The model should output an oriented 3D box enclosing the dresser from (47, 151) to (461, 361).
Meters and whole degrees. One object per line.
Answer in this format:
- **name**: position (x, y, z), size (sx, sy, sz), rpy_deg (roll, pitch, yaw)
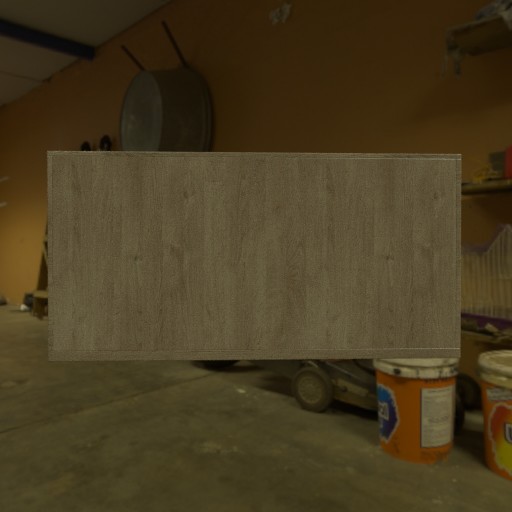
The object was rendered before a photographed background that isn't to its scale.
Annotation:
- **dresser**: position (0.000, 0.000, 1.892), size (1.590, 0.795, 0.390), rpy_deg (0, 1, -2)
